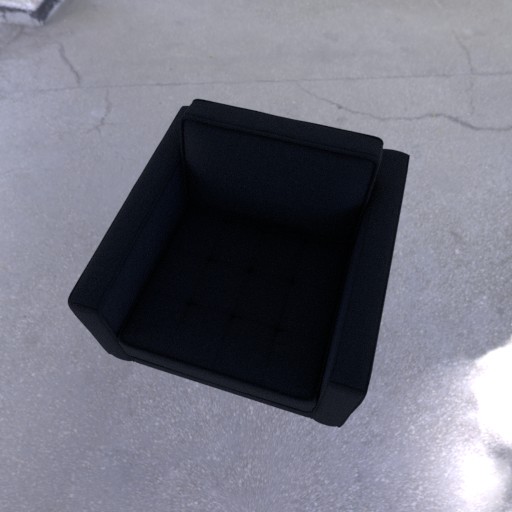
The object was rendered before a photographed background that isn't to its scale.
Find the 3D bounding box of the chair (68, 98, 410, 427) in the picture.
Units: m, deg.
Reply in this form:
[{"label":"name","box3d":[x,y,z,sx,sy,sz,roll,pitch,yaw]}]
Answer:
[{"label":"chair","box3d":[0.000,0.000,1.596,0.899,0.770,0.920,15,60,9]}]
